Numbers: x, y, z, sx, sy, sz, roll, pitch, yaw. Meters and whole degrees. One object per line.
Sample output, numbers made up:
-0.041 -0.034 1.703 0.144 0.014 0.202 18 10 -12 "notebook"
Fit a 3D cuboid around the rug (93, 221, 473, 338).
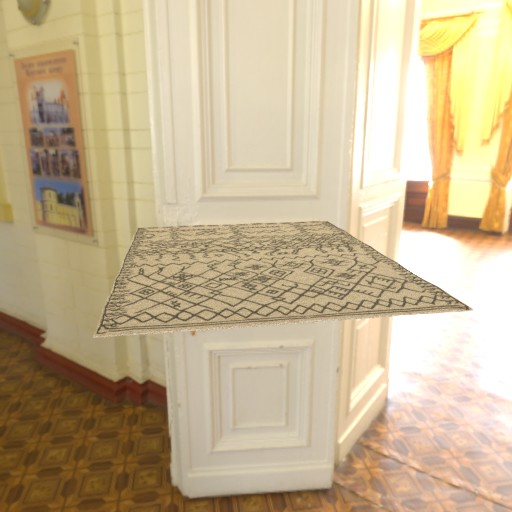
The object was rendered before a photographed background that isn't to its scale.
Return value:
0.000 0.000 3.362 1.964 0.025 2.455 -3 16 -9 "rug"
